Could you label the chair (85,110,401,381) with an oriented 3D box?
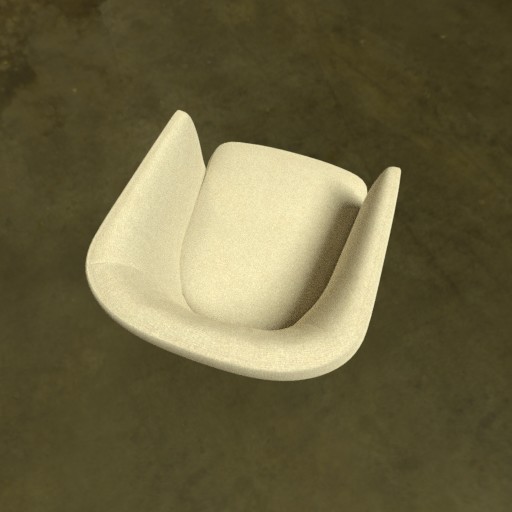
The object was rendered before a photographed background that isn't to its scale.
[{"bbox_3d":[0.000,0.000,1.629,0.822,0.861,0.986,17,65,8],"label":"chair"}]
